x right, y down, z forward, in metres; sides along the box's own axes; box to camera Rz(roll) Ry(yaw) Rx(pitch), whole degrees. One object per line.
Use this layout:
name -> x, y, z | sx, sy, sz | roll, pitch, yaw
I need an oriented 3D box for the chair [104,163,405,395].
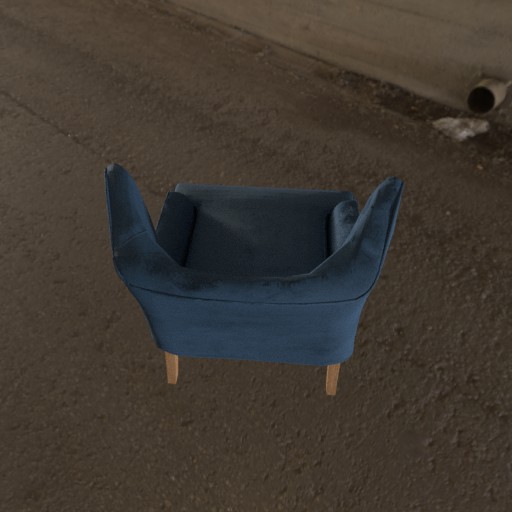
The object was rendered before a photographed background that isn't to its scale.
chair -> 0.000, 0.000, 1.598 | 0.793, 0.952, 0.910 | 3, 48, 3
